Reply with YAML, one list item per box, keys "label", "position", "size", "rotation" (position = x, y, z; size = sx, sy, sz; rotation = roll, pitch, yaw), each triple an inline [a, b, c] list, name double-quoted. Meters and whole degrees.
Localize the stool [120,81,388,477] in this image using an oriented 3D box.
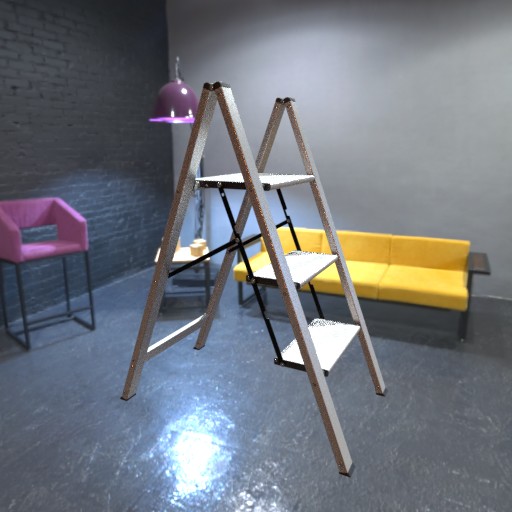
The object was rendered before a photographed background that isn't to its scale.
- label: "stool"
  position: [0.000, 0.000, 1.289]
  size: [0.730, 0.902, 0.441]
  rotation: [7, 16, 26]
